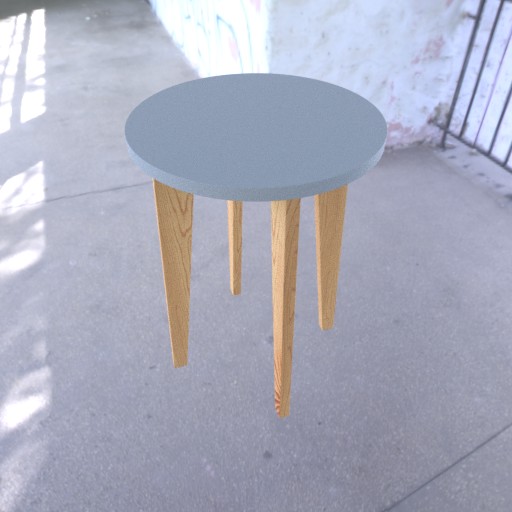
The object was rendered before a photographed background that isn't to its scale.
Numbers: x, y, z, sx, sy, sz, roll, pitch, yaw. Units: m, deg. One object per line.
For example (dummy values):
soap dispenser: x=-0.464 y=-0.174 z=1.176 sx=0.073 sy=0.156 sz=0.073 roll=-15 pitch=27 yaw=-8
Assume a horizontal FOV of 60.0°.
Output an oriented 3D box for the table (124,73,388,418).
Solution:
table: x=0.000 y=0.000 z=0.768 sx=0.350 sy=0.500 sz=0.350 roll=0 pitch=41 yaw=0
